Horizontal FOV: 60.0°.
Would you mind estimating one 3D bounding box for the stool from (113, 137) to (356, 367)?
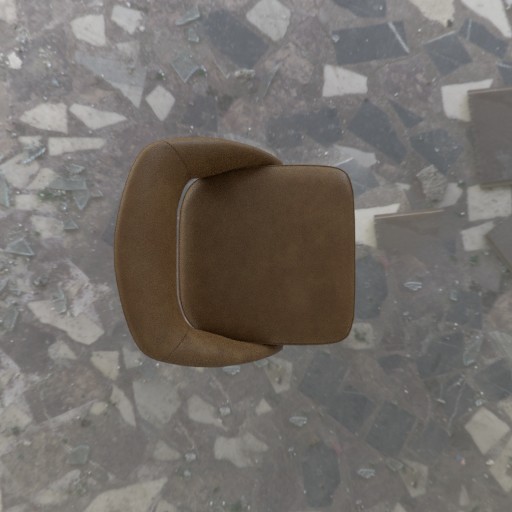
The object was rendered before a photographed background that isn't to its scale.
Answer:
[{"bbox_3d":[0.000,0.000,1.228,0.509,0.940,0.494,0,89,-1],"label":"stool"}]
